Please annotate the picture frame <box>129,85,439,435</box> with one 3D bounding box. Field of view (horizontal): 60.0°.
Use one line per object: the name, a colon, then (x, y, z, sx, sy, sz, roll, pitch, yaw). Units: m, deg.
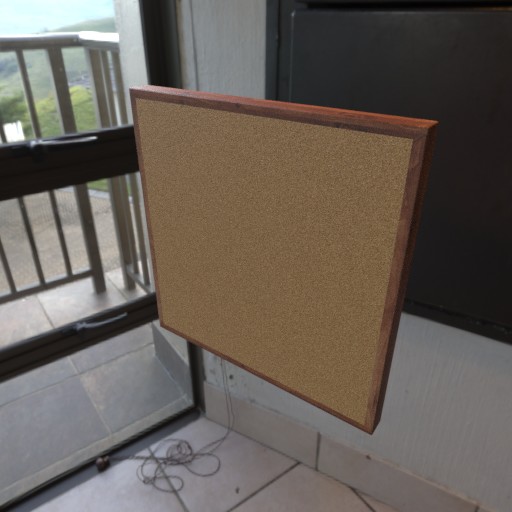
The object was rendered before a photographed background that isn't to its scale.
picture frame: (0.000, 0.000, 0.531, 0.352, 0.356, 0.028, 19, 34, 31)
